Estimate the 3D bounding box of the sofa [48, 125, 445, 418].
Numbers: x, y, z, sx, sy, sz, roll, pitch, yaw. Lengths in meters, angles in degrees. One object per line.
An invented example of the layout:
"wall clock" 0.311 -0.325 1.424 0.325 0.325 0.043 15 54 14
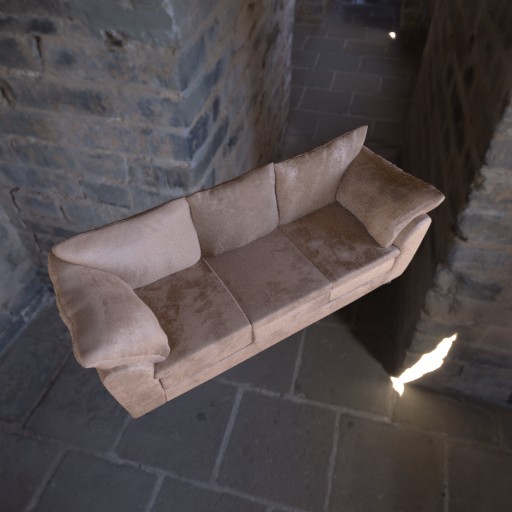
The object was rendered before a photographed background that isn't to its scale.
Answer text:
"sofa" 0.000 0.000 2.866 2.377 0.981 0.893 -24 50 -22
